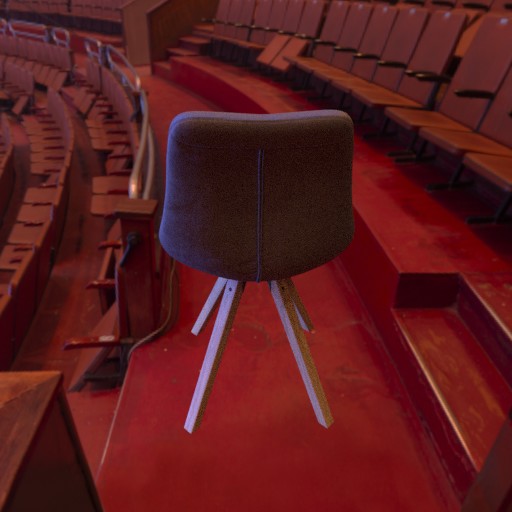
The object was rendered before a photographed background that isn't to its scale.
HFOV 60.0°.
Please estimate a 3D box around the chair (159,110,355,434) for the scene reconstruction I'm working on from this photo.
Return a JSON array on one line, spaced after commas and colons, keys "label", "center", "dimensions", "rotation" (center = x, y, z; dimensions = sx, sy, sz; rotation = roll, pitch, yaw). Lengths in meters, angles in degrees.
[{"label": "chair", "center": [0.000, 0.000, 1.190], "dimensions": [0.483, 0.865, 0.547], "rotation": [-1, 30, -2]}]
